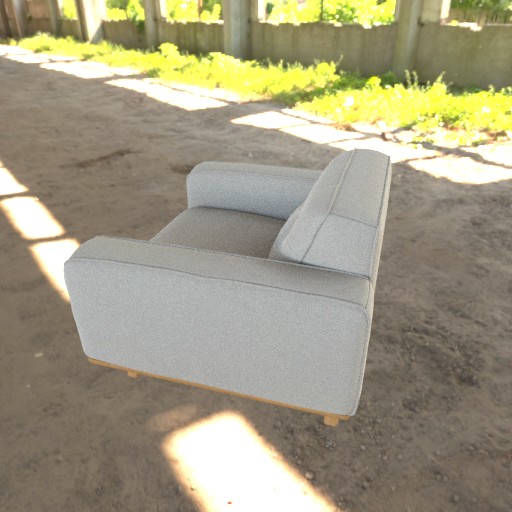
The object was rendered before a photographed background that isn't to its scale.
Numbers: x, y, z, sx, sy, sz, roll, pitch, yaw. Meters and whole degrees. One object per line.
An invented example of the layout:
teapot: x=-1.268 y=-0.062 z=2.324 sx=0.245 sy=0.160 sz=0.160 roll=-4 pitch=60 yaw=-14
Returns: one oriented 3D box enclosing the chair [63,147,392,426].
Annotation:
chair: x=0.000 y=0.000 z=1.775 sx=0.953 sy=0.779 sz=1.115 roll=9 pitch=30 yaw=15
